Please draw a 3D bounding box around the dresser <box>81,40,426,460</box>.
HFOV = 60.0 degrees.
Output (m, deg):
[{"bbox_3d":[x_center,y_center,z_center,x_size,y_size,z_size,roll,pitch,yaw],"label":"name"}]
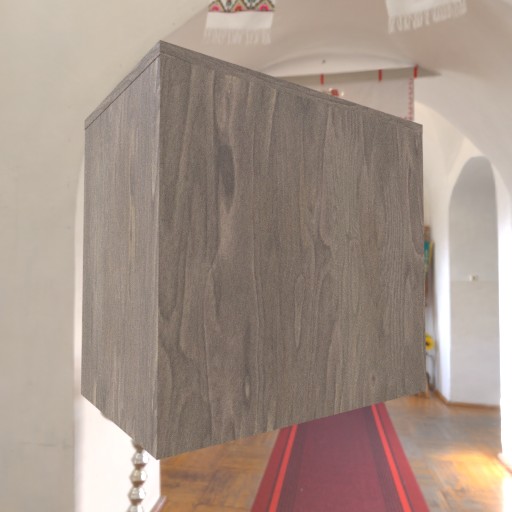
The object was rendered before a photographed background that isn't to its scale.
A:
[{"bbox_3d":[0.000,0.000,1.252,0.809,0.762,0.529,2,-3,-35],"label":"dresser"}]
